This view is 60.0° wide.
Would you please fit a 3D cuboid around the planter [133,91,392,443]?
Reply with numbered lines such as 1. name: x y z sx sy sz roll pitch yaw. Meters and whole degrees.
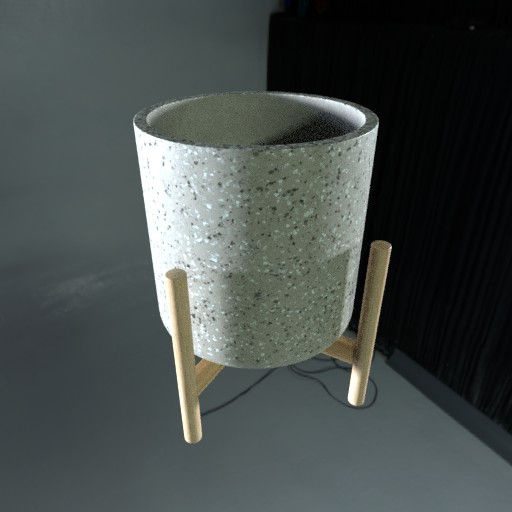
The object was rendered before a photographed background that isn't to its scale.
1. planter: 0.000 0.000 0.669 0.360 0.419 0.360 -21 37 -32
